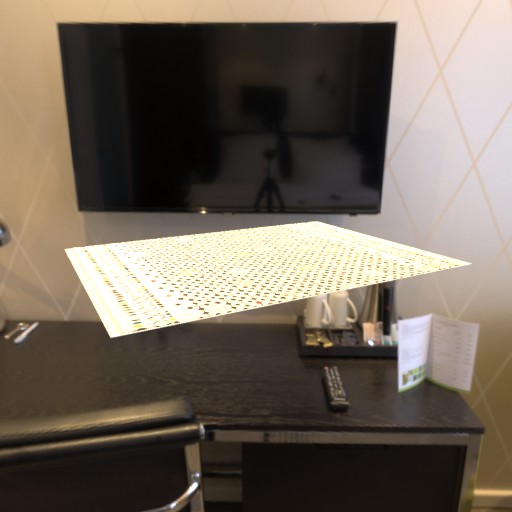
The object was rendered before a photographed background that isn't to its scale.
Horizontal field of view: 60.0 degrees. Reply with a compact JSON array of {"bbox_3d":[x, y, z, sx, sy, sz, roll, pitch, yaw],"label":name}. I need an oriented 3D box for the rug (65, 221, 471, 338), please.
[{"bbox_3d":[0.000,0.000,2.092,1.556,0.006,1.146,-8,17,-28],"label":"rug"}]
